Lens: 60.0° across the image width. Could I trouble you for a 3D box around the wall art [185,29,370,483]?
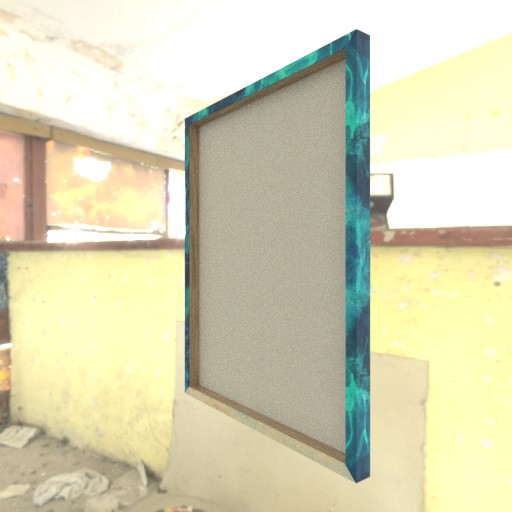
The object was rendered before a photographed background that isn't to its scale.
[{"bbox_3d":[0.000,0.000,0.996,0.038,0.760,0.609,0,0,-37],"label":"wall art"}]
